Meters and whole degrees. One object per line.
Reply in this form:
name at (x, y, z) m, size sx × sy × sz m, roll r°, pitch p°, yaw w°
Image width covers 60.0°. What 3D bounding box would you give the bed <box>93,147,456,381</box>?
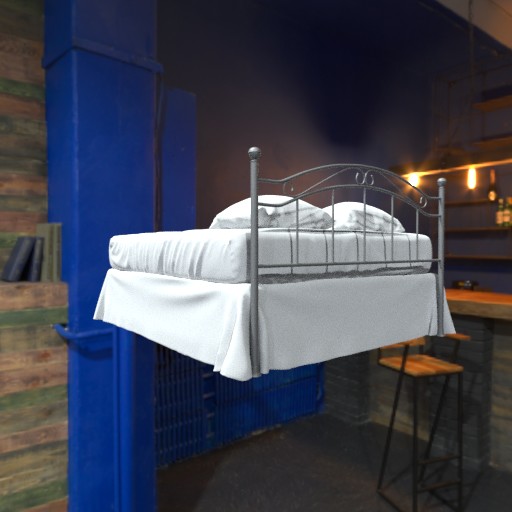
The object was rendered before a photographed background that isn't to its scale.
bed at (0.000, 0.000, 3.406) m, size 1.936 × 1.080 × 2.215 m, roll -1°, pitch 2°, yaw -36°
